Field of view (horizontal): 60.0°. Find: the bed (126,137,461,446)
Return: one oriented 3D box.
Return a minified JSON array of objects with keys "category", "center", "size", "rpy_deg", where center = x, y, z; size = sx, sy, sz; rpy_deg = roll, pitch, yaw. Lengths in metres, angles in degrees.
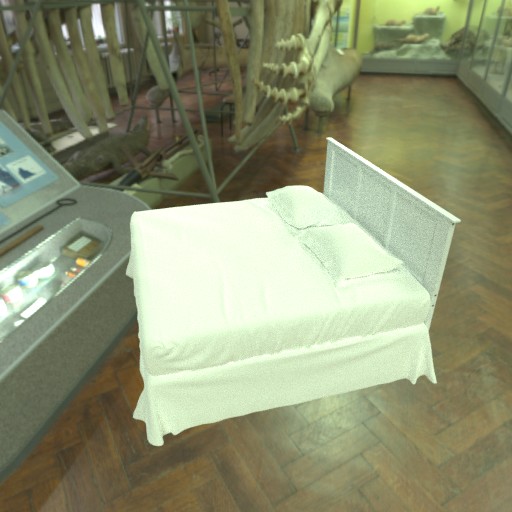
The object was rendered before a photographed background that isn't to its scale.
[{"category":"bed","center":[0.000,0.000,3.673],"size":[2.215,1.273,2.317],"rpy_deg":[-8,31,-13]}]
